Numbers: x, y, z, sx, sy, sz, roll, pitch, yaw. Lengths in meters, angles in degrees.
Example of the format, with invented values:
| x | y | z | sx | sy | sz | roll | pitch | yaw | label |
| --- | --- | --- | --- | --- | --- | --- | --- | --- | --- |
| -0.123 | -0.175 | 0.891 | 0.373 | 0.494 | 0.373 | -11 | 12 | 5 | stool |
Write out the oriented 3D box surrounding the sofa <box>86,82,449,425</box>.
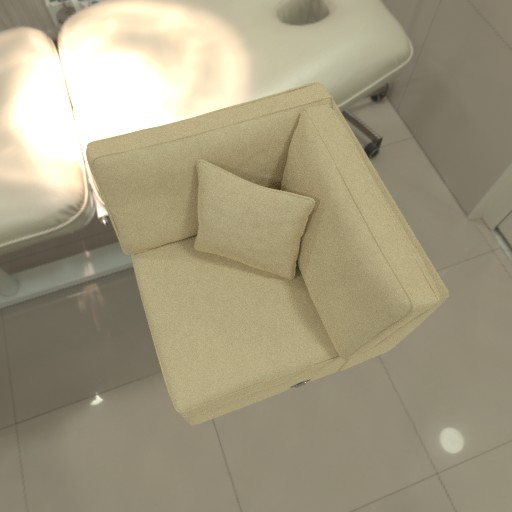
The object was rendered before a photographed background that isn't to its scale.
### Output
| x | y | z | sx | sy | sz | roll | pitch | yaw | label |
| --- | --- | --- | --- | --- | --- | --- | --- | --- | --- |
| 0.000 | 0.000 | 1.978 | 1.084 | 1.002 | 1.146 | -19 | 65 | -9 | sofa |
